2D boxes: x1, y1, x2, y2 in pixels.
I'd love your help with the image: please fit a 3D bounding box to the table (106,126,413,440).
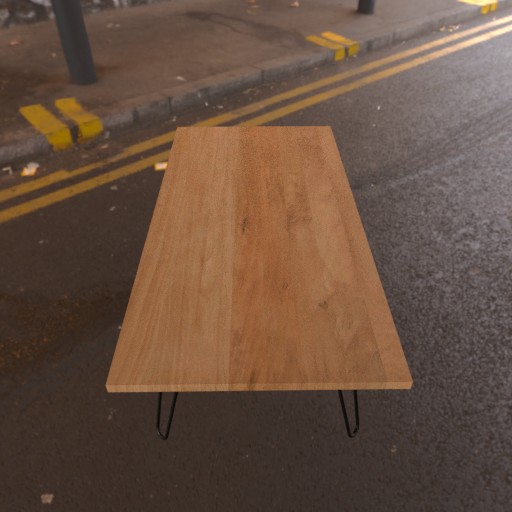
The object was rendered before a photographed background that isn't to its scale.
[{"bbox_3d":[0.000,0.000,1.645,0.699,0.400,1.348,0,41,-1],"label":"table"}]
